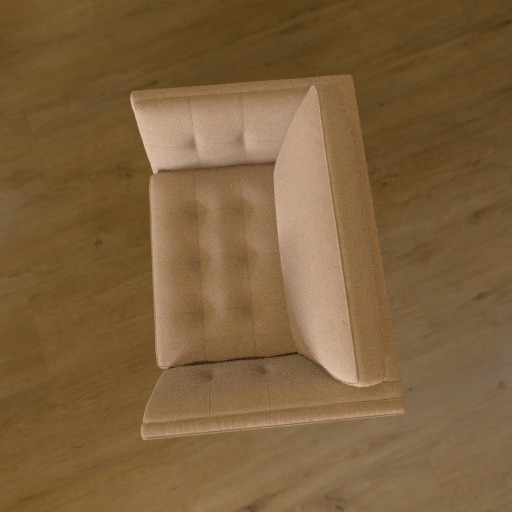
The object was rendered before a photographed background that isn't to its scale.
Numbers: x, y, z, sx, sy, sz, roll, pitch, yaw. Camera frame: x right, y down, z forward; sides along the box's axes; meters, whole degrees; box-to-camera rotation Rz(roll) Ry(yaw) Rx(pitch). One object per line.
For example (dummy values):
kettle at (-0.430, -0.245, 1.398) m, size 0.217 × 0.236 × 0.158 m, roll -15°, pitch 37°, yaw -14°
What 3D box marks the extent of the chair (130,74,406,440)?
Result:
chair at (0.000, 0.000, 2.024) m, size 0.965 × 0.940 × 1.397 m, roll -5°, pitch 77°, yaw -1°
